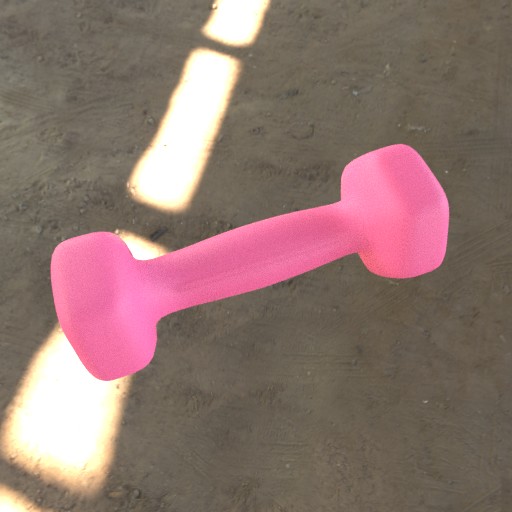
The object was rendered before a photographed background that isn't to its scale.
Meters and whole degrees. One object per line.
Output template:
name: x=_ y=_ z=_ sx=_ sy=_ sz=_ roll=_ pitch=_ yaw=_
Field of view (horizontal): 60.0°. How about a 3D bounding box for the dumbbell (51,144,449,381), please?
dumbbell: x=0.000 y=0.000 z=0.174 sx=0.146 sy=0.053 sz=0.058 roll=-17 pitch=64 yaw=-8
